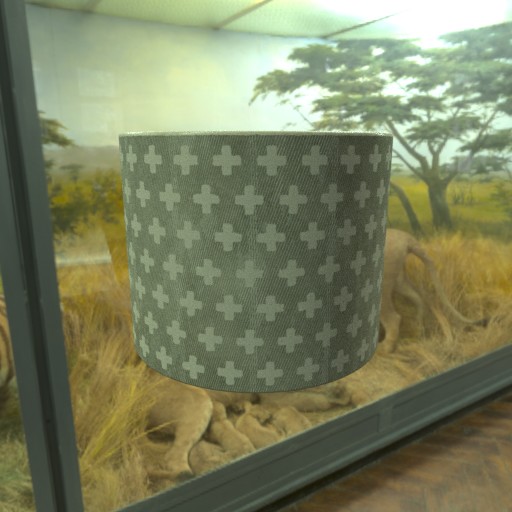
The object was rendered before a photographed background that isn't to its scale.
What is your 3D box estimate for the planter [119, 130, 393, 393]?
[{"bbox_3d":[0.000,0.000,0.342,0.190,0.181,0.190,0,14,0],"label":"planter"}]
